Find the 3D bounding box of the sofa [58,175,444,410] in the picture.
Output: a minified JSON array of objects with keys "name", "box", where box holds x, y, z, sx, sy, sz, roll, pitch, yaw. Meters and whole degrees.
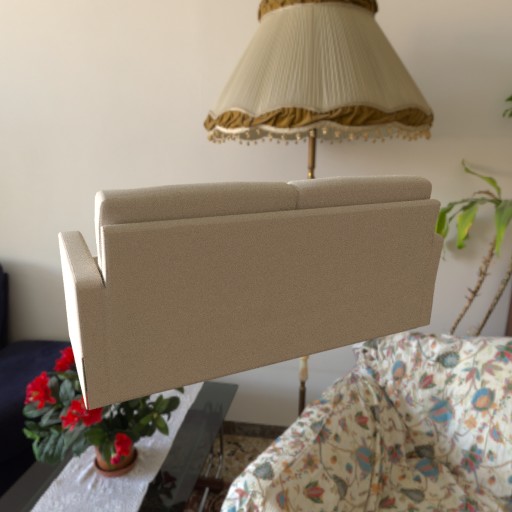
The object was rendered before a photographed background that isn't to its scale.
[{"name":"sofa","box":[0.000,0.000,2.283,1.808,0.831,0.894,-7,16,-26]}]
